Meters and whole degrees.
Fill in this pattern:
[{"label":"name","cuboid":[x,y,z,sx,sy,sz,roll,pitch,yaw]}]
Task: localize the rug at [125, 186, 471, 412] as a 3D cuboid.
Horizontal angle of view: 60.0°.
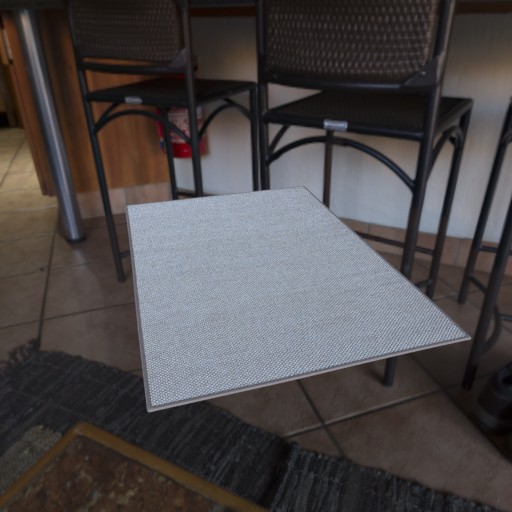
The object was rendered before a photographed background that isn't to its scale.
[{"label":"rug","cuboid":[0.000,0.000,2.789,1.517,0.013,2.115,-8,31,-14]}]
